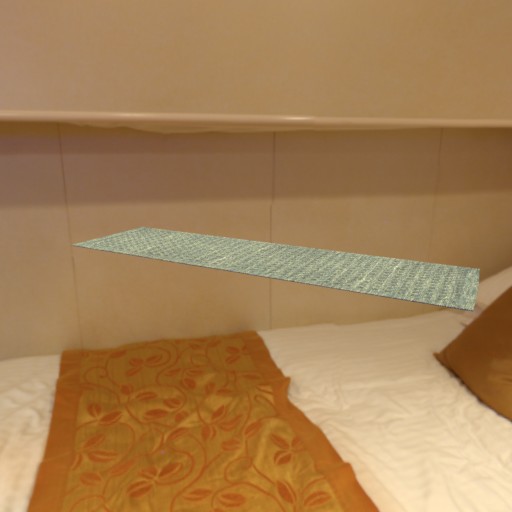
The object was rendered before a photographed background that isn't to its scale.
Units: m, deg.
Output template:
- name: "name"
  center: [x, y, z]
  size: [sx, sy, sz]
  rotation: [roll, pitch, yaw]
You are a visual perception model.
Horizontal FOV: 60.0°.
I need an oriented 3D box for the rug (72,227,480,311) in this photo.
- name: "rug"
  center: [0.000, 0.000, 2.703]
  size: [2.443, 0.008, 0.688]
  rotation: [8, 17, 27]
